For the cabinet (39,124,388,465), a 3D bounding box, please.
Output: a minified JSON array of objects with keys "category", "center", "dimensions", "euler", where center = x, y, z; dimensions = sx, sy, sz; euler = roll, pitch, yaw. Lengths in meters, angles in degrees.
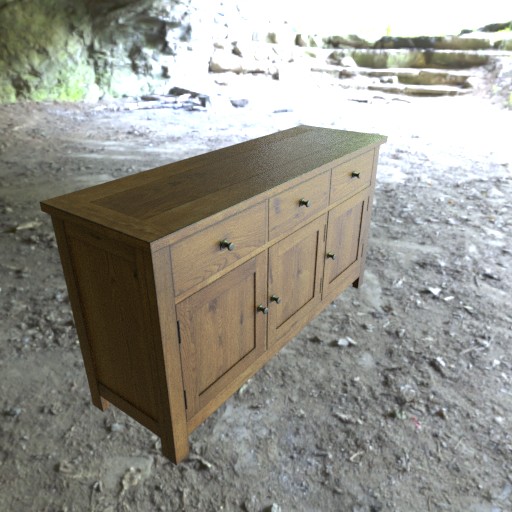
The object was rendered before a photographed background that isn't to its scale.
[{"category":"cabinet","center":[0.000,0.000,1.874],"dimensions":[0.480,0.813,1.474],"euler":[18,32,32]}]
